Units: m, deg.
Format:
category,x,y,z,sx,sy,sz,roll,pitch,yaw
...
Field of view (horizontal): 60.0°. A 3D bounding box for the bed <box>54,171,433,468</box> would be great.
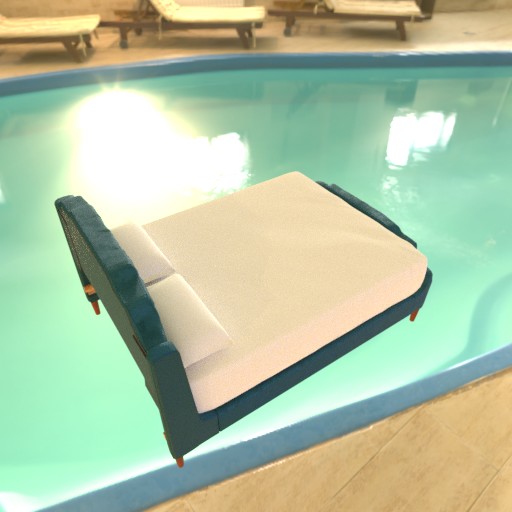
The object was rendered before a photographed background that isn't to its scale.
category,x,y,z,sx,sy,sz,roll,pitch,yaw
bed,0.000,0.000,3.382,2.322,1.338,1.678,-24,46,-25
